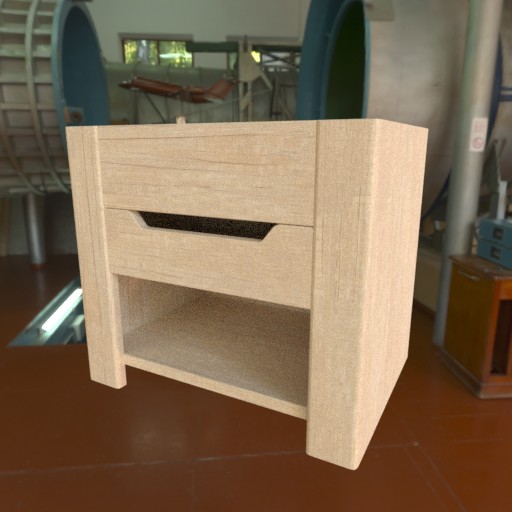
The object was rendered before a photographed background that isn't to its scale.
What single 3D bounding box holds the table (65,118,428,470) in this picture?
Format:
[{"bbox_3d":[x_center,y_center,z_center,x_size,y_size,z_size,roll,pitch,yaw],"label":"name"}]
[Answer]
[{"bbox_3d":[0.000,0.000,0.915,0.570,0.510,0.420,8,16,27],"label":"table"}]
